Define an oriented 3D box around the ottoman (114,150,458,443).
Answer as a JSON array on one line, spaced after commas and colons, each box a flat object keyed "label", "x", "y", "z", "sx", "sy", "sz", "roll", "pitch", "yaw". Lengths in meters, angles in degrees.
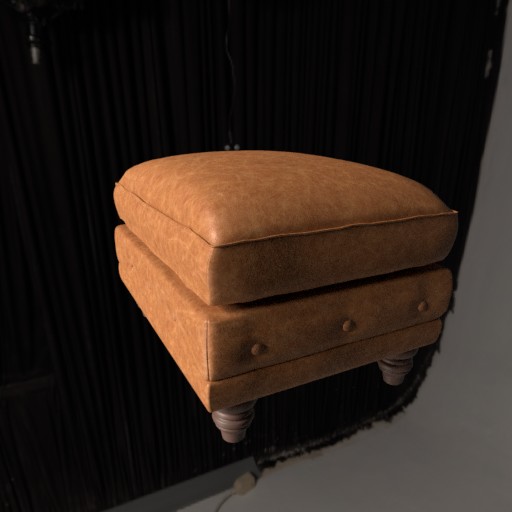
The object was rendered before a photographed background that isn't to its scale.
[{"label": "ottoman", "x": 0.000, "y": 0.000, "z": 1.059, "sx": 0.533, "sy": 0.480, "sz": 0.710, "roll": -9, "pitch": 20, "yaw": -26}]
